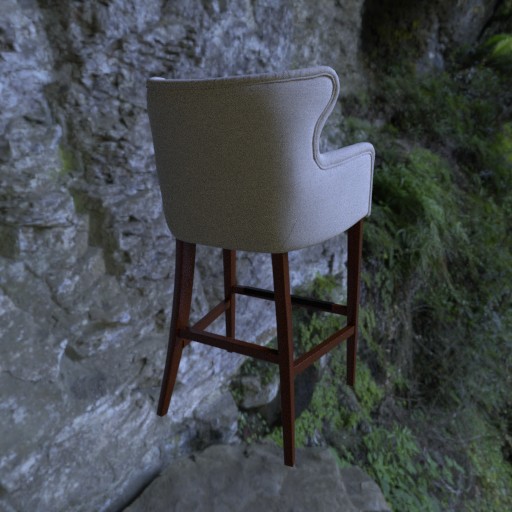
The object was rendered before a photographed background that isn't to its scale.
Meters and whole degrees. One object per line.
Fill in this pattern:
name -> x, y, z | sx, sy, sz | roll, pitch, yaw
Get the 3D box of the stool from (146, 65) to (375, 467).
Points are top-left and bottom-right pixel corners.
stool -> 0.000, 0.000, 1.369 | 0.556, 1.034, 0.563 | 9, 19, 27
